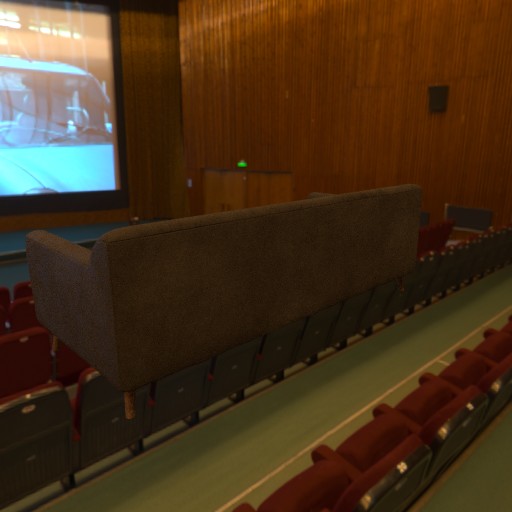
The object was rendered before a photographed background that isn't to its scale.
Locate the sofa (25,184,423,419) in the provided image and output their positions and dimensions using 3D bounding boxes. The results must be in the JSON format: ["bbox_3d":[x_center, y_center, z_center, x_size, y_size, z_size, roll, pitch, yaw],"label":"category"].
[{"bbox_3d":[0.000,0.000,2.563,2.190,0.740,0.900,-14,21,-42],"label":"sofa"}]
